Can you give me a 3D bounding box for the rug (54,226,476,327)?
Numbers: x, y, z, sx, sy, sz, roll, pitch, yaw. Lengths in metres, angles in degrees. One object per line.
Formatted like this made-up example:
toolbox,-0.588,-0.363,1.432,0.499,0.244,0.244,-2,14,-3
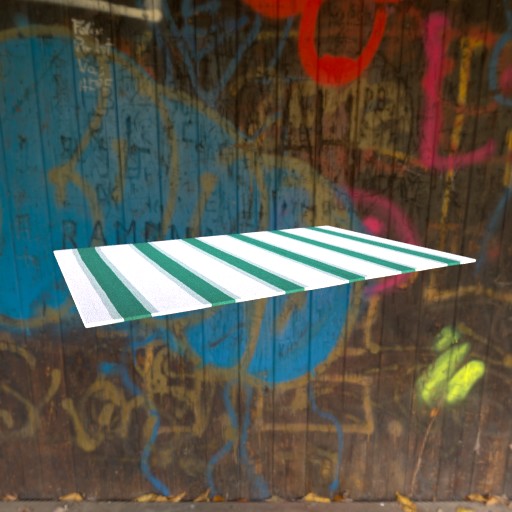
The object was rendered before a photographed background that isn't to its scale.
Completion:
rug,0.000,0.000,2.293,1.829,0.012,1.210,-7,15,-27
